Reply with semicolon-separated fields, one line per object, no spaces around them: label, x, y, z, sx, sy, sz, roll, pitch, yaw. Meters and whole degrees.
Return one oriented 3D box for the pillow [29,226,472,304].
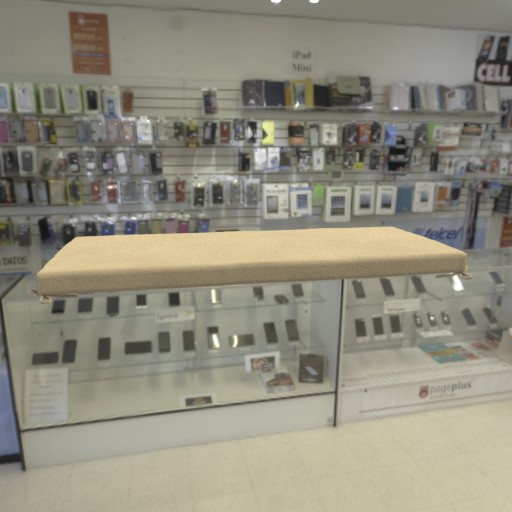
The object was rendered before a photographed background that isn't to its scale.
pillow;0.000;0.000;1.347;1.187;0.081;0.492;-3;14;-10
